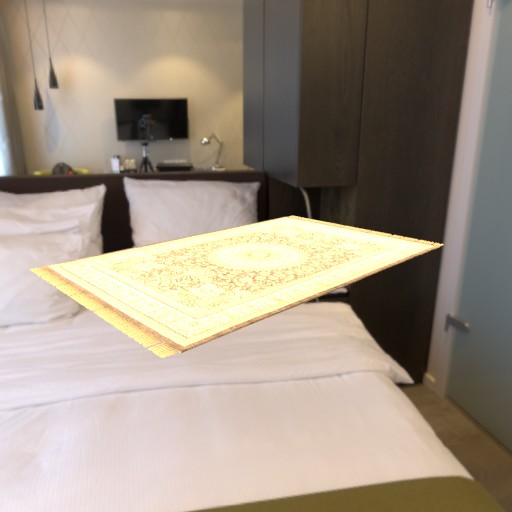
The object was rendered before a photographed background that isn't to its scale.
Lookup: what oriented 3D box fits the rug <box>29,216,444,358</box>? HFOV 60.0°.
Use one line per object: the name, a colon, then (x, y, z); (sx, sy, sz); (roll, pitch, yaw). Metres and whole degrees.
rug: (0.000, 0.000, 4.240); (3.422, 0.015, 2.143); (-15, 22, -42)
